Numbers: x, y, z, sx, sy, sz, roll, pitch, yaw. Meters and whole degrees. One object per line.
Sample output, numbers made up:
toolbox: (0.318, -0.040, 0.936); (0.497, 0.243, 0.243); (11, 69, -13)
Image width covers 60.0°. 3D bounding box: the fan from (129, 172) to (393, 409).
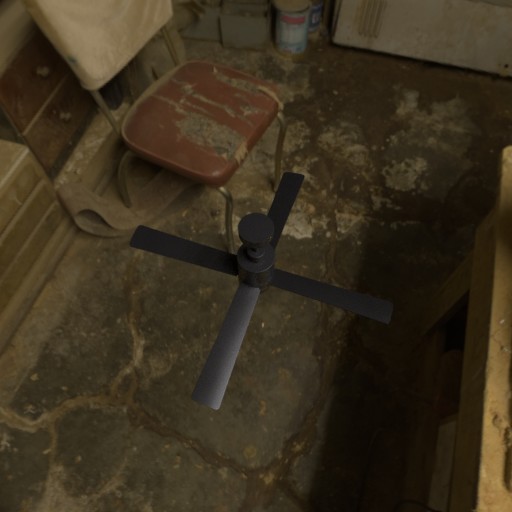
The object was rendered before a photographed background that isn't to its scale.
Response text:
fan: (0.000, 0.000, 2.327); (1.525, 0.534, 1.525); (17, 61, 10)
